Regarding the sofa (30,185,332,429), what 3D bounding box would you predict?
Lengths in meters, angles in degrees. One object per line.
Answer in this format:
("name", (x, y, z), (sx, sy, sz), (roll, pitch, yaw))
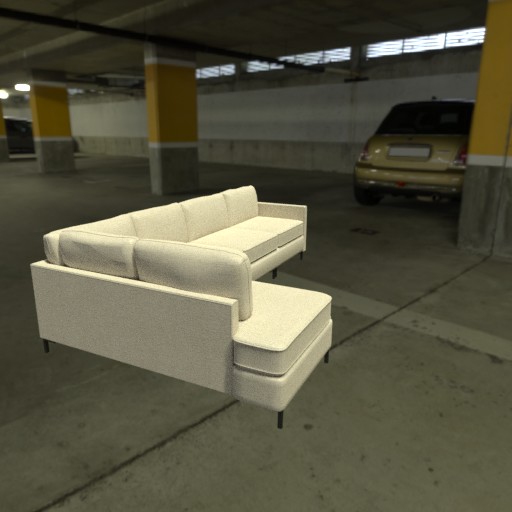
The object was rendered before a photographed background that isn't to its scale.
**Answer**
("sofa", (0.000, 0.000, 4.278), (2.048, 0.996, 3.384), (8, 18, 26))
